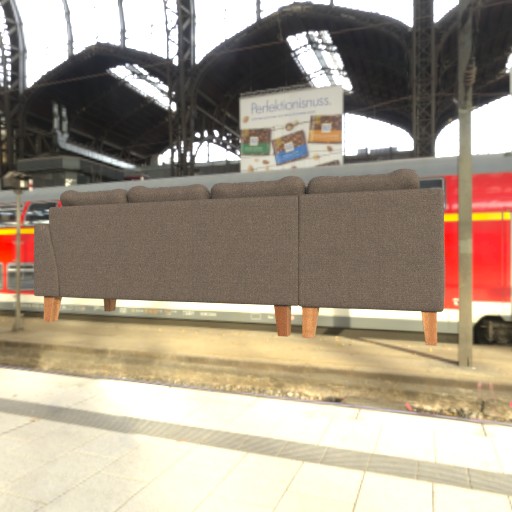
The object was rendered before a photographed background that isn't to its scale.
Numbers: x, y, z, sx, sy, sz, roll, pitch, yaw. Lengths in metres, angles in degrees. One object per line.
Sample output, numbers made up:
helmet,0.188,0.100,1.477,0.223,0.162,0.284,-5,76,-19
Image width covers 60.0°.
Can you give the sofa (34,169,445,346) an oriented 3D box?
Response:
sofa,0.000,0.000,3.527,2.679,0.932,1.829,0,0,19
